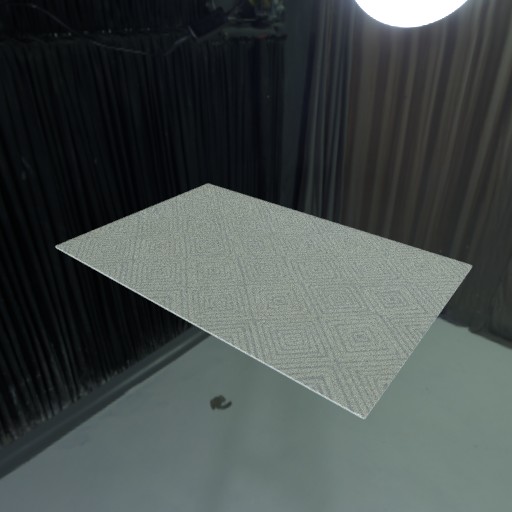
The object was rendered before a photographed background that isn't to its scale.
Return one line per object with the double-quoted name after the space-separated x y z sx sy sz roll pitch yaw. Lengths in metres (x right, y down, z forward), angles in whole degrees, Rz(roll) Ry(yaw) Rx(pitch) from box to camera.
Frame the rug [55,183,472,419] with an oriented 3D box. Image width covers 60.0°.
0.000 0.000 2.215 1.753 0.008 1.143 22 37 32 "rug"
